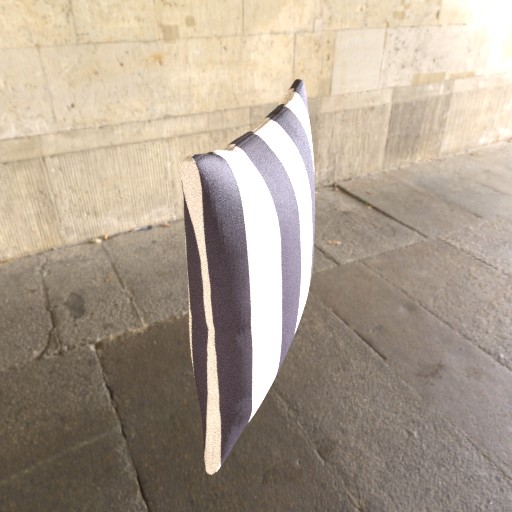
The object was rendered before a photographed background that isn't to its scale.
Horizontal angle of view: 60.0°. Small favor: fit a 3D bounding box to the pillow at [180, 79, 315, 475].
[{"bbox_3d":[0.000,0.000,0.803,0.189,0.526,0.536,9,32,14],"label":"pillow"}]
